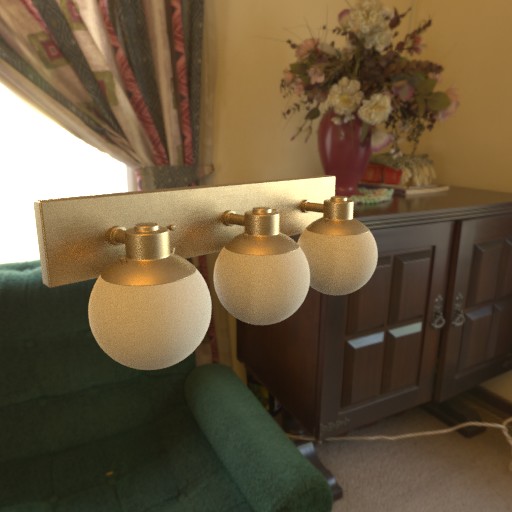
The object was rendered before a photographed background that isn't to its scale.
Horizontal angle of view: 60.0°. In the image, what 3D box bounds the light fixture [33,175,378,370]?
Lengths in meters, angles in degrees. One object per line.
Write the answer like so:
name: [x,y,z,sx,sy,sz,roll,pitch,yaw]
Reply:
light fixture: [0.000,0.000,0.863,0.721,0.263,0.218,-14,20,-43]
